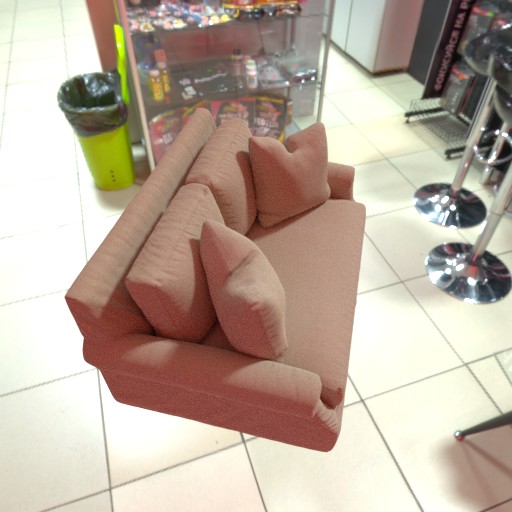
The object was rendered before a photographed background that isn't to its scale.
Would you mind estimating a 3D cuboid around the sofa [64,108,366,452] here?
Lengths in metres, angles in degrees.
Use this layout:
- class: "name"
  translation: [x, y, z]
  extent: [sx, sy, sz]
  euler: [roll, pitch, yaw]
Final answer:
- class: "sofa"
  translation: [0.000, 0.000, 2.200]
  extent: [1.070, 0.905, 1.550]
  euler: [10, 47, 10]
